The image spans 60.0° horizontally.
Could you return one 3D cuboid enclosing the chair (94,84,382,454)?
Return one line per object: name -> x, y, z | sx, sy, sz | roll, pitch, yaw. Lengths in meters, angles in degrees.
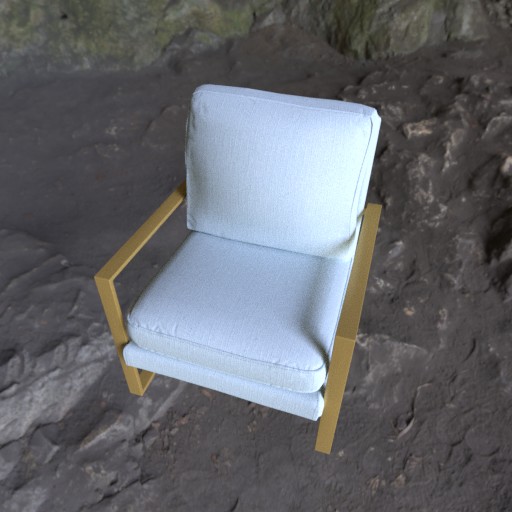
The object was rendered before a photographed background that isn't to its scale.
chair -> 0.000, 0.000, 1.528 | 0.758, 0.956, 0.813 | 12, 42, 14
